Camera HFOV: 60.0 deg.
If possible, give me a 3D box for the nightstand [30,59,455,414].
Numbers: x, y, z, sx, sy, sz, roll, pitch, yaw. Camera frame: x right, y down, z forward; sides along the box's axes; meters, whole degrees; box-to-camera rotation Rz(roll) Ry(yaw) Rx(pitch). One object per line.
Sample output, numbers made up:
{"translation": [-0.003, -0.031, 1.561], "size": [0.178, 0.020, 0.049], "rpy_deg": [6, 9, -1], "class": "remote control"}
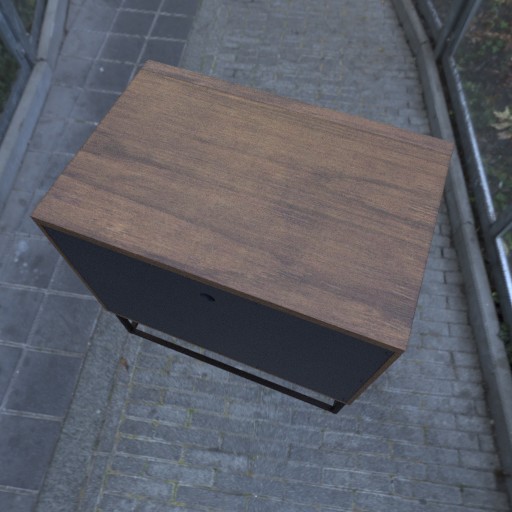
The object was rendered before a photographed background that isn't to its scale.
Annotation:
{"translation": [0.000, 0.000, 1.020], "size": [0.610, 0.610, 0.437], "rpy_deg": [19, 63, 10], "class": "nightstand"}
